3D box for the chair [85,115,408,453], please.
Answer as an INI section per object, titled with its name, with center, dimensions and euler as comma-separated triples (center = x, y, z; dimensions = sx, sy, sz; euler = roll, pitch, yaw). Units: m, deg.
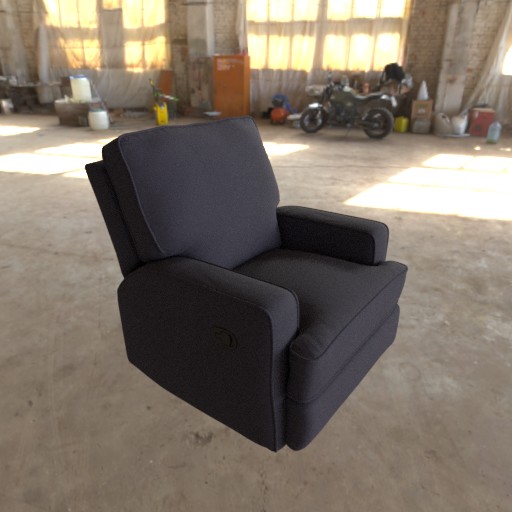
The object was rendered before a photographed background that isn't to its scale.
[chair]
center = 0.000, 0.000, 1.707
dimensions = 0.964, 0.962, 0.861
euler = 18, 30, 33
